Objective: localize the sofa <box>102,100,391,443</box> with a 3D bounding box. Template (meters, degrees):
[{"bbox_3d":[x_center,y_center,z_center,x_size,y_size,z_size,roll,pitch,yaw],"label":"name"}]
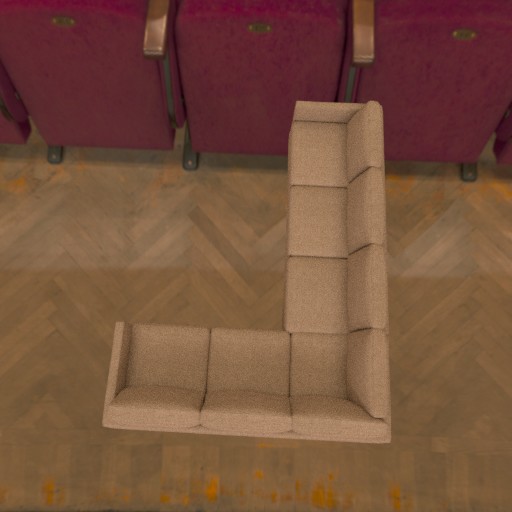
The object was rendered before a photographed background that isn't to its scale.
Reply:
[{"bbox_3d":[0.000,0.000,4.437,2.522,0.934,3.333,3,74,1],"label":"sofa"}]
